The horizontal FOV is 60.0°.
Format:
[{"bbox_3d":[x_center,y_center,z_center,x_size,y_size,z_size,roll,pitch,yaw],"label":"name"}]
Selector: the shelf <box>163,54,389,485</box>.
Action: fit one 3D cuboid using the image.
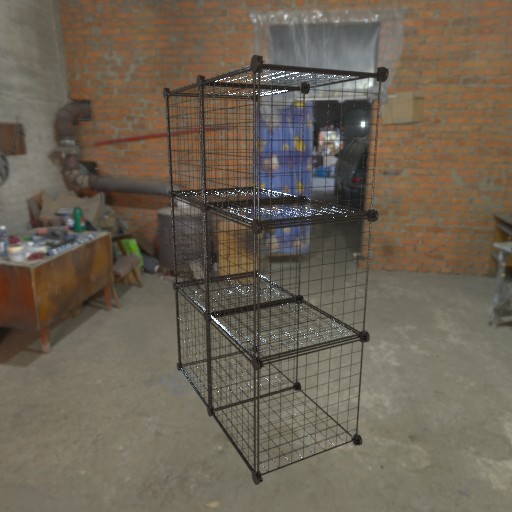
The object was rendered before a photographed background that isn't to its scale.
[{"bbox_3d":[0.000,0.000,1.428,0.356,1.067,0.711,-7,17,-26],"label":"shelf"}]
